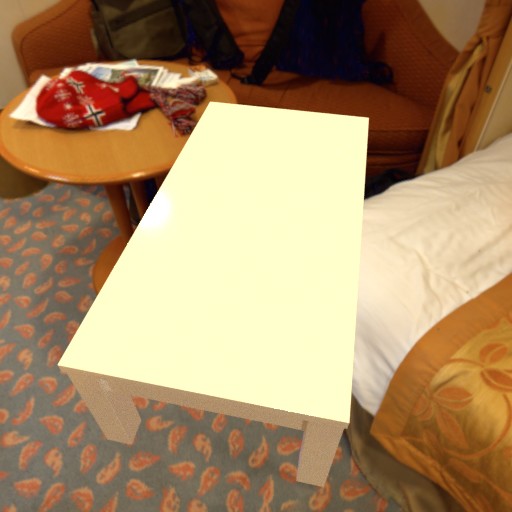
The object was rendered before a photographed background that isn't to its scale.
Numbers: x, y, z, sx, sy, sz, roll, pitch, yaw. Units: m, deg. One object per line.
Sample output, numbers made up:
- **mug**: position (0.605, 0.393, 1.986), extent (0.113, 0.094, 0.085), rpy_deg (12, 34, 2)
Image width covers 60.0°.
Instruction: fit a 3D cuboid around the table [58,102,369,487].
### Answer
- **table**: position (0.000, 0.000, 1.648), extent (0.700, 0.470, 1.350), rpy_deg (9, 47, 8)
